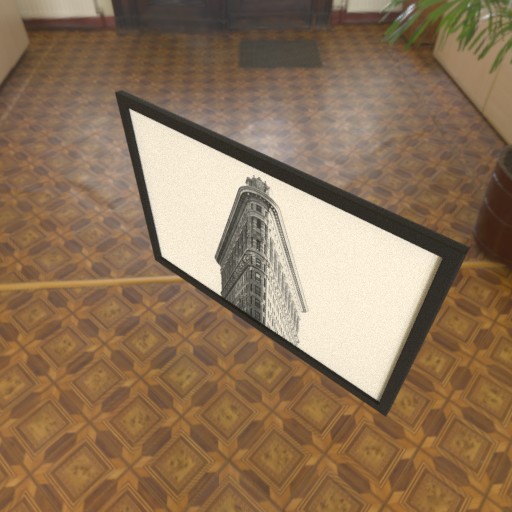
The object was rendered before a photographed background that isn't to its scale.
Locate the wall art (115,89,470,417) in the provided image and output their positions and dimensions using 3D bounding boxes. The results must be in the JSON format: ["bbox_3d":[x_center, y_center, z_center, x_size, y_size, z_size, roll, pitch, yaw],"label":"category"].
[{"bbox_3d":[0.000,0.000,1.230,0.964,0.659,0.049,32,54,27],"label":"wall art"}]
